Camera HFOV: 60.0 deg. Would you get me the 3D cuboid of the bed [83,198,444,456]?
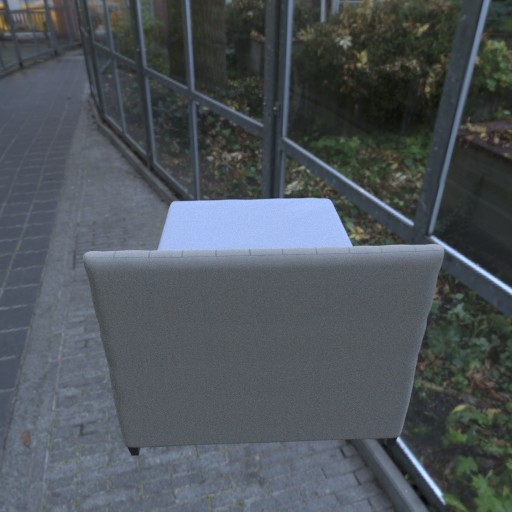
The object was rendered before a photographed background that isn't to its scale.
[{"bbox_3d":[0.000,0.000,3.387,1.698,1.427,2.387,-1,31,-2],"label":"bed"}]
